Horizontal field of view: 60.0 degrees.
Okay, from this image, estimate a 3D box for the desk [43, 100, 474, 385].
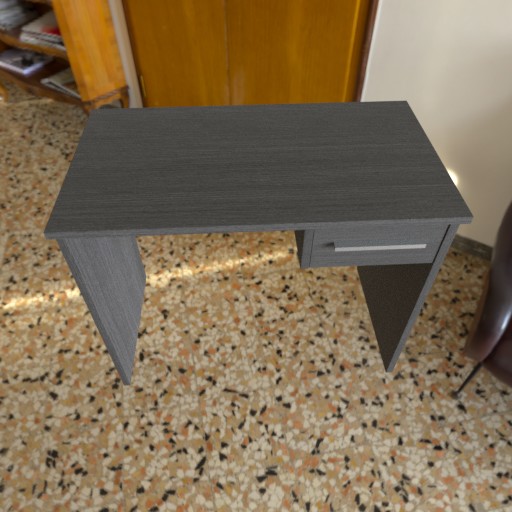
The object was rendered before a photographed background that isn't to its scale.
[{"bbox_3d":[0.000,0.000,1.351,0.893,0.724,0.498,-2,47,-2],"label":"desk"}]
